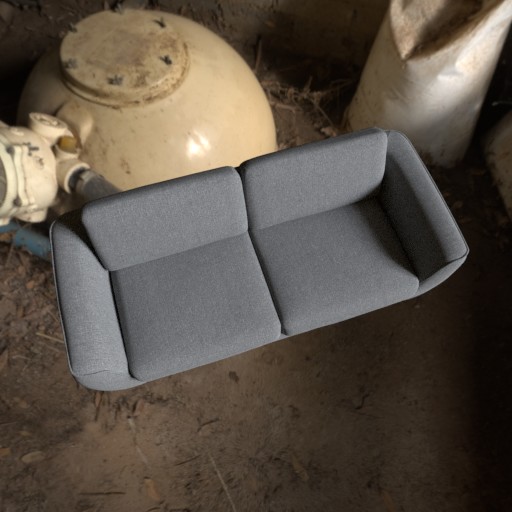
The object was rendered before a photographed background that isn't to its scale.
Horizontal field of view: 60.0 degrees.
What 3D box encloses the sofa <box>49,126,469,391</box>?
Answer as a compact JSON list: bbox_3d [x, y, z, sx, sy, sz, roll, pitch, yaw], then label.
[{"bbox_3d":[0.000,0.000,2.387,2.000,0.870,0.920,-16,67,-7],"label":"sofa"}]
